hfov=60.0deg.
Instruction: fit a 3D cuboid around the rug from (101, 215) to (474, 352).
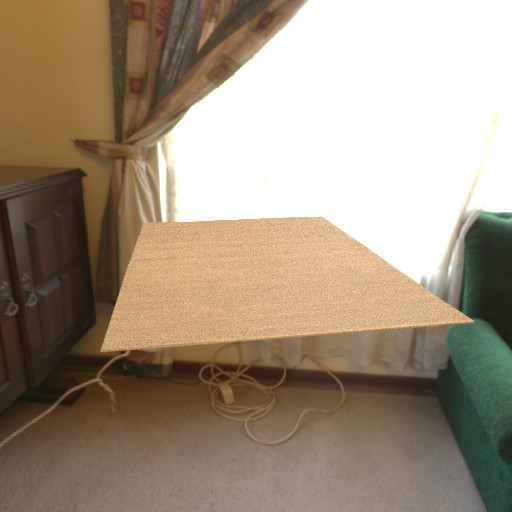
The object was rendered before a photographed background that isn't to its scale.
[{"bbox_3d":[0.000,0.000,2.931,1.624,0.030,2.264,-3,18,-9],"label":"rug"}]
